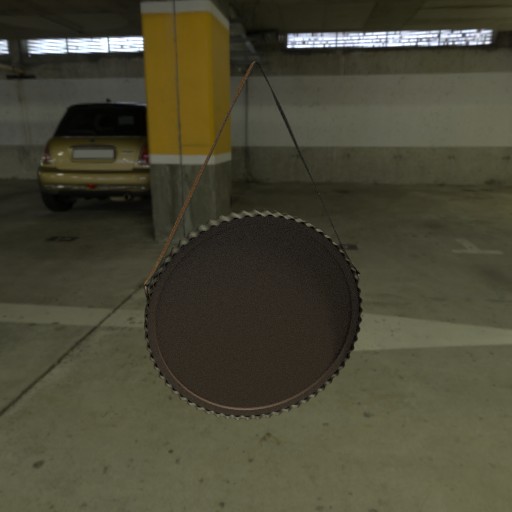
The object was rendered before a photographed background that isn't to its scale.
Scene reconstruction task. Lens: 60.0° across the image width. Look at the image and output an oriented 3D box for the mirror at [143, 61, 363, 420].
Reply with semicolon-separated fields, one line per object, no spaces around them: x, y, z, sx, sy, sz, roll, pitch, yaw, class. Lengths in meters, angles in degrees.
0.000;0.000;0.698;0.355;0.568;0.042;-3;16;-11;mirror
